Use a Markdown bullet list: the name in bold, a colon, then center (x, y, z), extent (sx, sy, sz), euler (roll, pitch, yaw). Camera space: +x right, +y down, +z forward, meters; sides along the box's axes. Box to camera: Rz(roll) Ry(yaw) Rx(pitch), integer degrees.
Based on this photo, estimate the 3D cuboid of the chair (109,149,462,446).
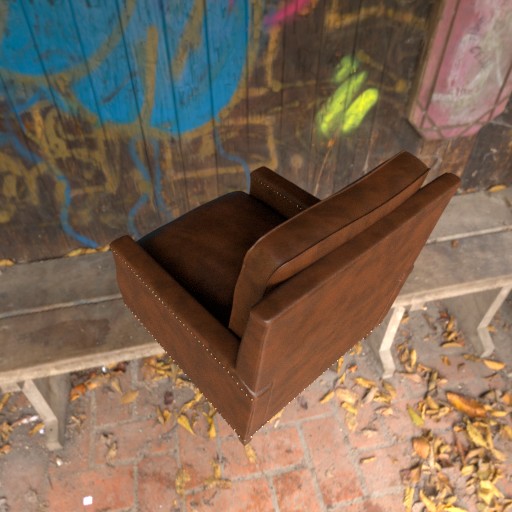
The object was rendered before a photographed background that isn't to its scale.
- **chair**: center (0.000, 0.000, 1.789), extent (0.854, 1.054, 1.035), euler (-32, 53, -28)
